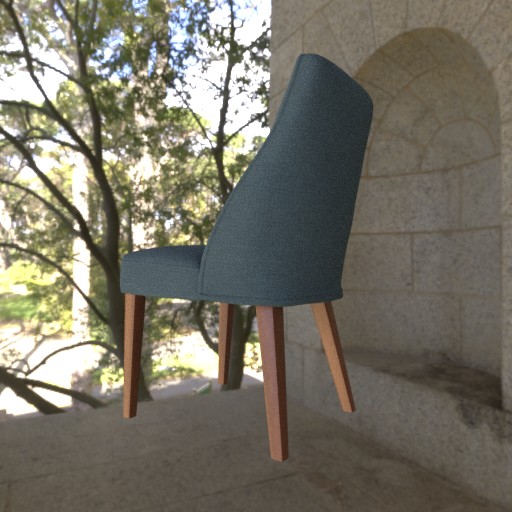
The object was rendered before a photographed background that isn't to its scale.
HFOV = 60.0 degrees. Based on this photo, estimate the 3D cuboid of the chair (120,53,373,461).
[{"bbox_3d":[0.000,0.000,1.291,0.620,0.930,0.500,-1,-1,35],"label":"chair"}]
